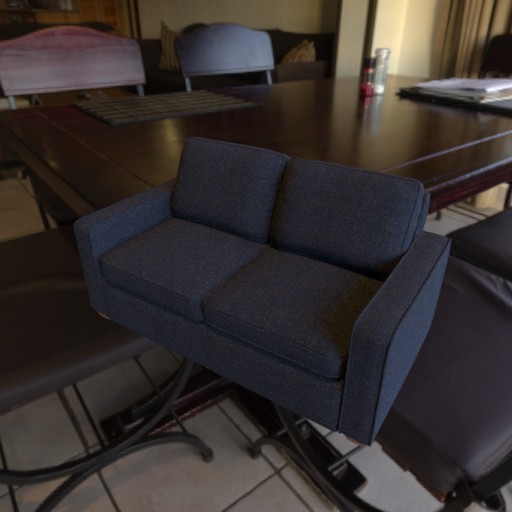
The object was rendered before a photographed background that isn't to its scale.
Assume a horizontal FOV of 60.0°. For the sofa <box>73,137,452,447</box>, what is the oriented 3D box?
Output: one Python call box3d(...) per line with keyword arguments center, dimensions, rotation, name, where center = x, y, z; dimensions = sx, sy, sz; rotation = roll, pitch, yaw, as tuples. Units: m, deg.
box3d(center=(0.000, 0.000, 2.290), dimensions=(1.709, 0.918, 0.947), rotation=(18, 34, 29), name="sofa")
